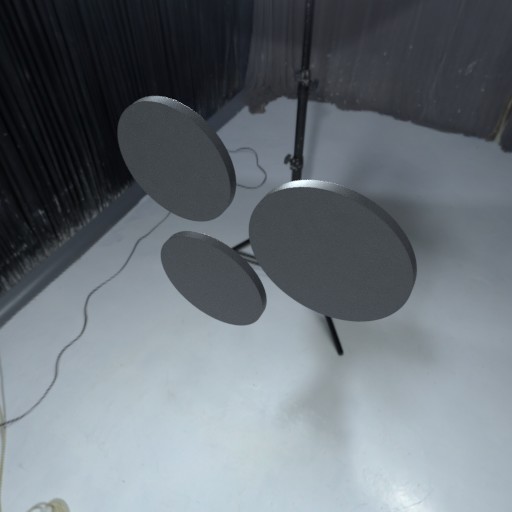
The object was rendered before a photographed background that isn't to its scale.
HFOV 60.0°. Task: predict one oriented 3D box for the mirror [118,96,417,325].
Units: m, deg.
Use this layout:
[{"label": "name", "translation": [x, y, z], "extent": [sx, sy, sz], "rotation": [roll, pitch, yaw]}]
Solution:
[{"label": "mirror", "translation": [0.000, 0.000, 3.230], "extent": [2.160, 2.096, 0.076], "rotation": [22, 51, 19]}]
